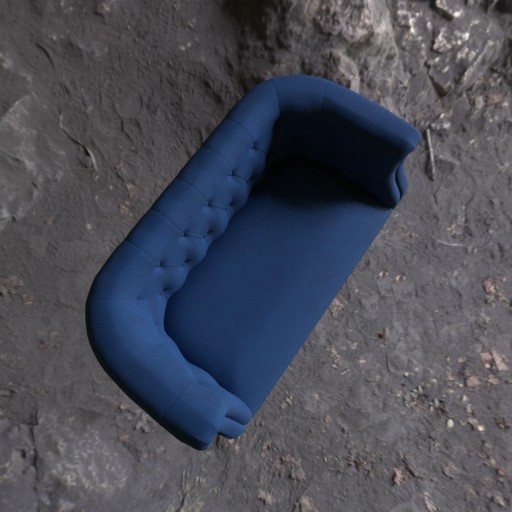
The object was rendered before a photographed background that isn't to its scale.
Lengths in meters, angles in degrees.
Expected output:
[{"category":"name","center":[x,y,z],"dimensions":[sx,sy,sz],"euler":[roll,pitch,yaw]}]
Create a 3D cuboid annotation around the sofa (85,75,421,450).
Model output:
[{"category":"sofa","center":[0.000,0.000,2.084],"dimensions":[0.835,0.827,1.558],"euler":[35,78,8]}]
